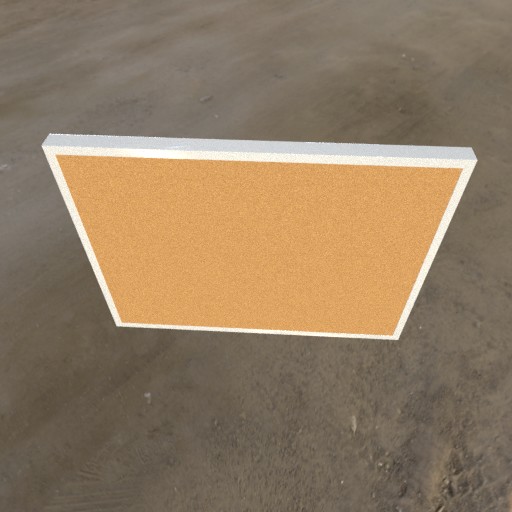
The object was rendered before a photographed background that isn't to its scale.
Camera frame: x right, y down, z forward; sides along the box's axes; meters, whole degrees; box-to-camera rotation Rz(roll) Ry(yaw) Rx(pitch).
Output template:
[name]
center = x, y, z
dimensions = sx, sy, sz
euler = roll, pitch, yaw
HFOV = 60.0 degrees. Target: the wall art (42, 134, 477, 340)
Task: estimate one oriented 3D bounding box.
[wall art]
center = 0.000, 0.000, 1.365
dimensions = 1.041, 0.787, 0.053
euler = 2, 48, 2
